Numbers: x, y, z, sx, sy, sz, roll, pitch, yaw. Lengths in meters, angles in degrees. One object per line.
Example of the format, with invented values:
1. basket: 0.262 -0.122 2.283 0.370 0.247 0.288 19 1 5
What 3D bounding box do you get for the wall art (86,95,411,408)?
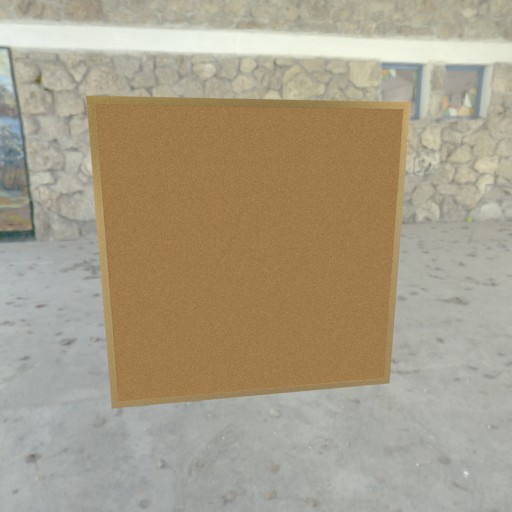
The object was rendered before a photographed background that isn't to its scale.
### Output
1. wall art: 0.000 0.000 0.763 0.509 0.509 0.040 -2 13 -9
